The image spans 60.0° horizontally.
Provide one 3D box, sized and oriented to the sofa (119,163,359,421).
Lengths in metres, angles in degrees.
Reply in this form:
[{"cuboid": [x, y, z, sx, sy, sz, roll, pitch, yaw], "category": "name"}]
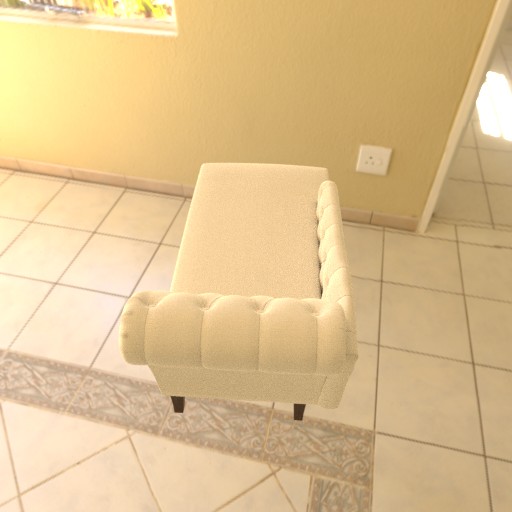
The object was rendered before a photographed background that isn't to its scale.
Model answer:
[{"cuboid": [0.000, 0.000, 1.840, 0.675, 0.787, 1.379, 3, 46, 3], "category": "sofa"}]
